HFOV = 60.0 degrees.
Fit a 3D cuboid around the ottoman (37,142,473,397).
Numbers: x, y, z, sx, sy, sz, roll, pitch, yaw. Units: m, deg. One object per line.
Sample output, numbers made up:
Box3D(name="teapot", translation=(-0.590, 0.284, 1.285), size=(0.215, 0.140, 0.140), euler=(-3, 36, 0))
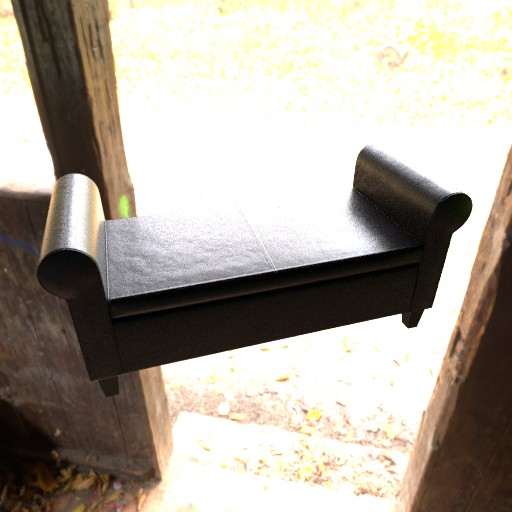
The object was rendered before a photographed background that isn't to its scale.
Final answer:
Box3D(name="ottoman", translation=(0.000, 0.000, 1.535), size=(1.256, 0.547, 0.521), euler=(-9, 34, -14))
